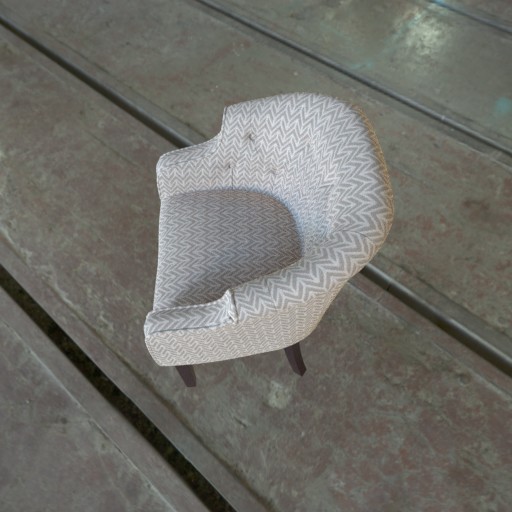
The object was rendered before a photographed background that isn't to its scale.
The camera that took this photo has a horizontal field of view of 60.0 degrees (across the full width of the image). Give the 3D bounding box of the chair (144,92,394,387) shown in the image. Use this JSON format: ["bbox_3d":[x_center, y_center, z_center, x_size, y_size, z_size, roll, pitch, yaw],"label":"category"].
[{"bbox_3d":[0.000,0.000,1.361,0.613,0.858,0.686,-3,57,-2],"label":"chair"}]
